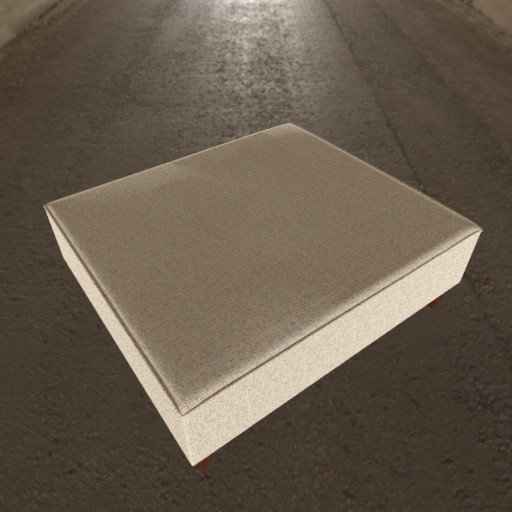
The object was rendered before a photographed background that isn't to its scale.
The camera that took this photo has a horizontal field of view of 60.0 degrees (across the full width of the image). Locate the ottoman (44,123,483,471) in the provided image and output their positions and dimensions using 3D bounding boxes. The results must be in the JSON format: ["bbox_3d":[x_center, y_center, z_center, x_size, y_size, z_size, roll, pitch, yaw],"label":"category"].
[{"bbox_3d":[0.000,0.000,1.198,0.835,0.303,0.736,-26,47,-26],"label":"ottoman"}]
